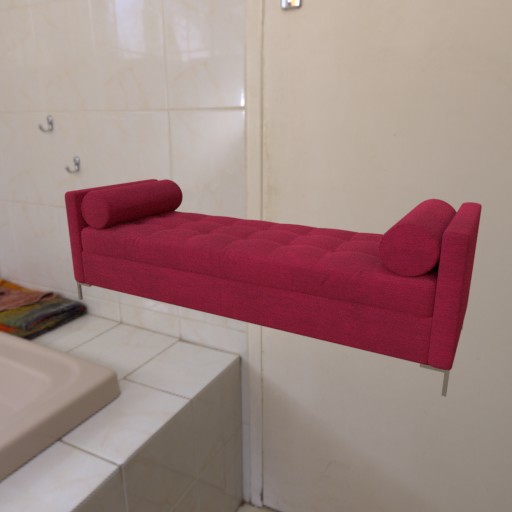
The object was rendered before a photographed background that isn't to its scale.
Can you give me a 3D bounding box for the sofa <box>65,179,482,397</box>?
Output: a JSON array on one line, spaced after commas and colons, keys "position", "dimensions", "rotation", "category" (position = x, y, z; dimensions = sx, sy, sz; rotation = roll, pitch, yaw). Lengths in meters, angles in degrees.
[{"position": [0.000, 0.000, 2.276], "dimensions": [1.981, 0.635, 0.686], "rotation": [9, 19, 28], "category": "sofa"}]
